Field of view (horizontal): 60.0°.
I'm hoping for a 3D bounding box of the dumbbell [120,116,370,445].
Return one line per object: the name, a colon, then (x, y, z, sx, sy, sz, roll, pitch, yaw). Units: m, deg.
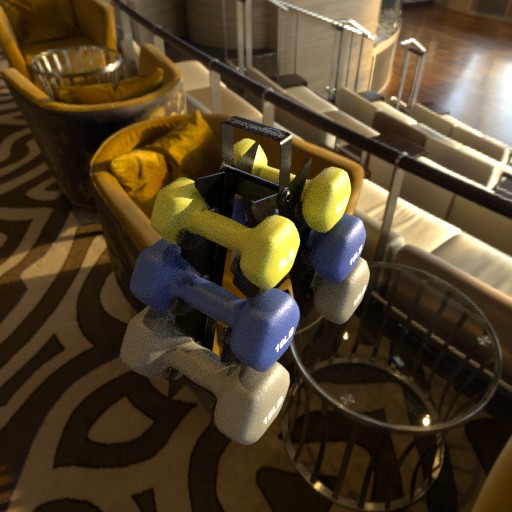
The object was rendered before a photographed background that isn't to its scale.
dumbbell: (0.000, 0.000, 0.689, 0.261, 0.426, 0.416, 25, 47, 26)
